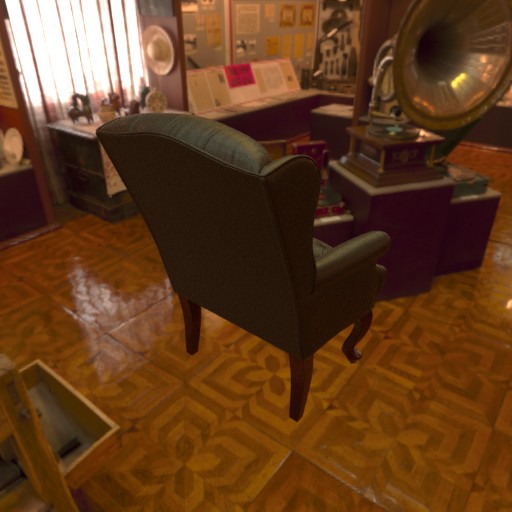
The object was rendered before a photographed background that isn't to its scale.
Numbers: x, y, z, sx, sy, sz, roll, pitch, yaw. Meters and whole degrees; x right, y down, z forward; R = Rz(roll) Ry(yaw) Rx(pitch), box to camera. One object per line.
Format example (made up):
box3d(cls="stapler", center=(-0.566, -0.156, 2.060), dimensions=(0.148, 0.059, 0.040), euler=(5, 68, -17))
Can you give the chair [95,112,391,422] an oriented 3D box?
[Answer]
box3d(cls="chair", center=(0.000, 0.000, 1.651), dimensions=(0.838, 1.111, 0.762), euler=(22, 36, 34))
